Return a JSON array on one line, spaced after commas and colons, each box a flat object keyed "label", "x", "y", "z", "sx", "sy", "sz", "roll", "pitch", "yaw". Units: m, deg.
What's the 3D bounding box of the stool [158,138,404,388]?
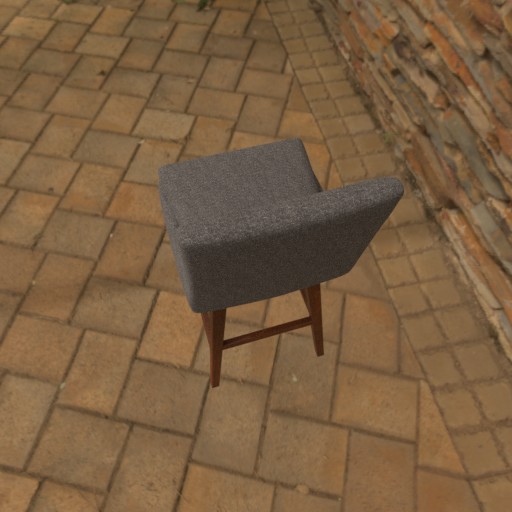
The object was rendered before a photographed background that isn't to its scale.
[{"label": "stool", "x": 0.000, "y": 0.000, "z": 1.380, "sx": 0.489, "sy": 1.068, "sz": 0.572, "roll": -14, "pitch": 58, "yaw": -9}]
